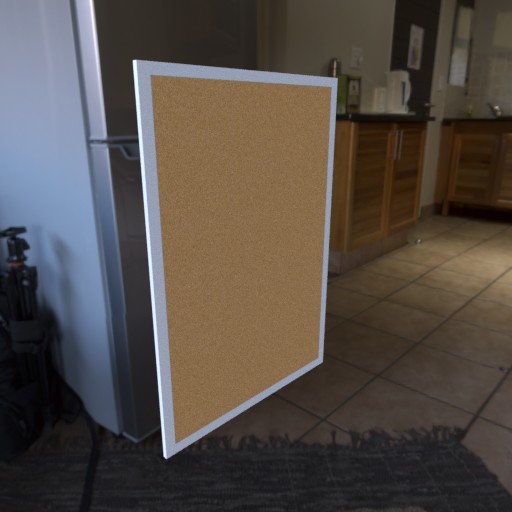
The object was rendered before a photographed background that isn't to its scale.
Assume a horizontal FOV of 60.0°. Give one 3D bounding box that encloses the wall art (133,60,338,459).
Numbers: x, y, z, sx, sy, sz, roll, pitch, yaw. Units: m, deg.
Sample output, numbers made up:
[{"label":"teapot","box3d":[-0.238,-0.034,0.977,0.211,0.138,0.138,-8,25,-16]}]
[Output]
[{"label":"wall art","box3d":[0.000,0.000,1.216,0.659,0.940,0.013,-17,24,-42]}]
